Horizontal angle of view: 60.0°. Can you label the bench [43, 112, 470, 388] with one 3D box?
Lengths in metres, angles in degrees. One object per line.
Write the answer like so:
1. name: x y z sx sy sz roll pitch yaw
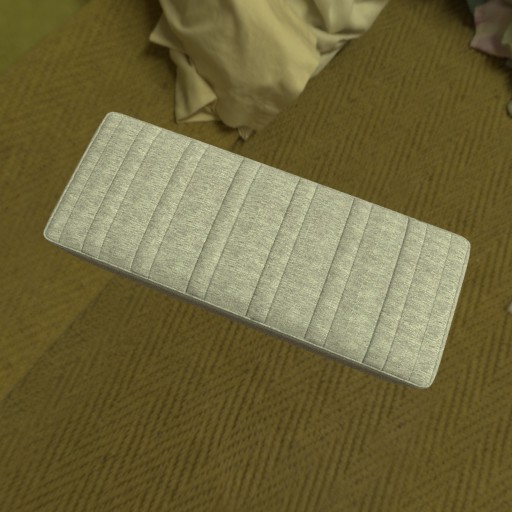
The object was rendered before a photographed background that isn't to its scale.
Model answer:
1. bench: 0.000 0.000 1.365 1.100 0.470 0.429 21 76 5
